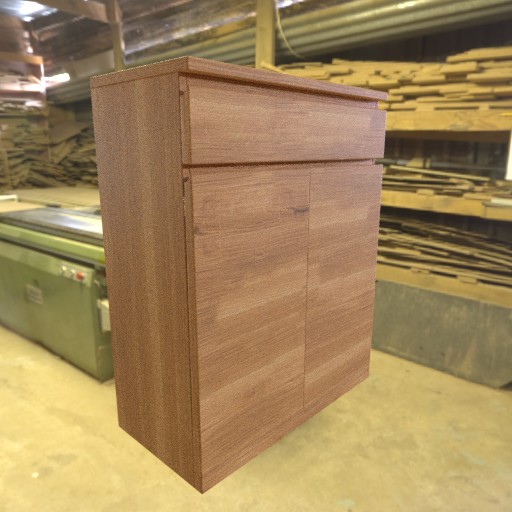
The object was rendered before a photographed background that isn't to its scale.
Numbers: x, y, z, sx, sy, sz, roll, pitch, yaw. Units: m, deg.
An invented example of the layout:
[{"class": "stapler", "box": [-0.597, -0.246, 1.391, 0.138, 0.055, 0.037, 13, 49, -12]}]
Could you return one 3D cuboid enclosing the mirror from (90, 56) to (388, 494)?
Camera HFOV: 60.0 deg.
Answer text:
[{"class": "mirror", "box": [0.000, 0.000, 1.385, 0.400, 1.000, 0.800, 13, 19, 42]}]
